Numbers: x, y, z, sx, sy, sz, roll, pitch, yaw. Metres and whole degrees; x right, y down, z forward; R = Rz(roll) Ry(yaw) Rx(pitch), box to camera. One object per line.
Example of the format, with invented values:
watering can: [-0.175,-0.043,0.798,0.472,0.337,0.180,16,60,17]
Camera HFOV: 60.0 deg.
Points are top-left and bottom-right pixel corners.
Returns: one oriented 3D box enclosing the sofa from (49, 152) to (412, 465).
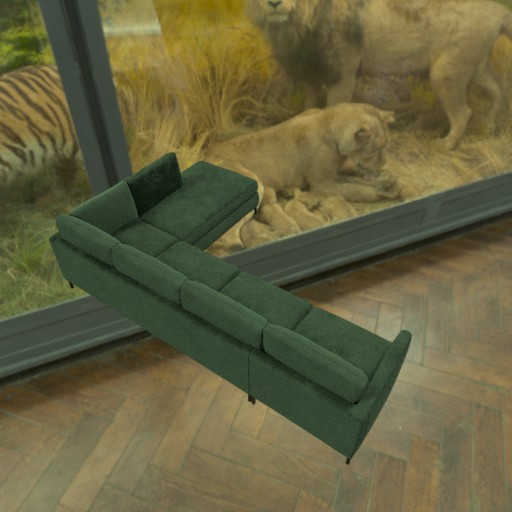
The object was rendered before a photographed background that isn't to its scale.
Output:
sofa: [0.000,0.000,3.261,2.486,0.687,1.707,25,47,25]
